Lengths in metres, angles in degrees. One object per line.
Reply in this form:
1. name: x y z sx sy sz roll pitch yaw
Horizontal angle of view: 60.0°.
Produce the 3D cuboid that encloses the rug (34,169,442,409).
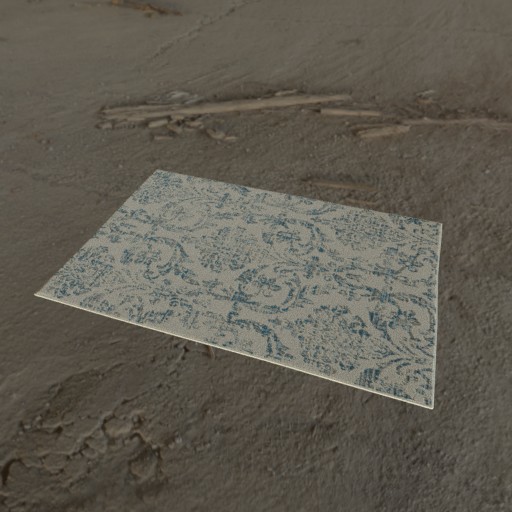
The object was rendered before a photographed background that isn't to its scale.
1. rug: 0.000 0.000 2.324 1.831 0.012 1.213 13 43 14
